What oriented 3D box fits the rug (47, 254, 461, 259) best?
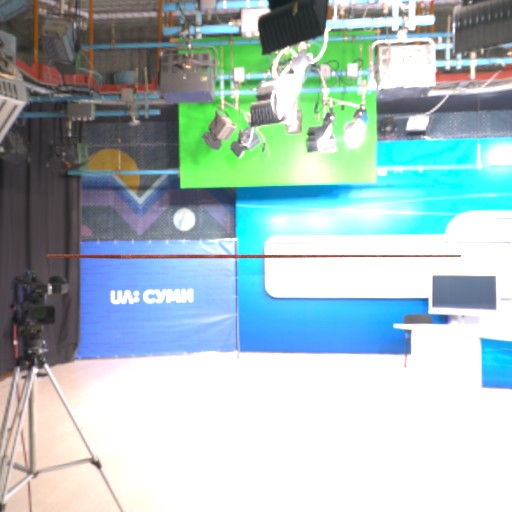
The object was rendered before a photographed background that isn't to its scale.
[{"bbox_3d":[0.000,0.000,2.342,1.829,0.014,1.219,0,0,-35],"label":"rug"}]
